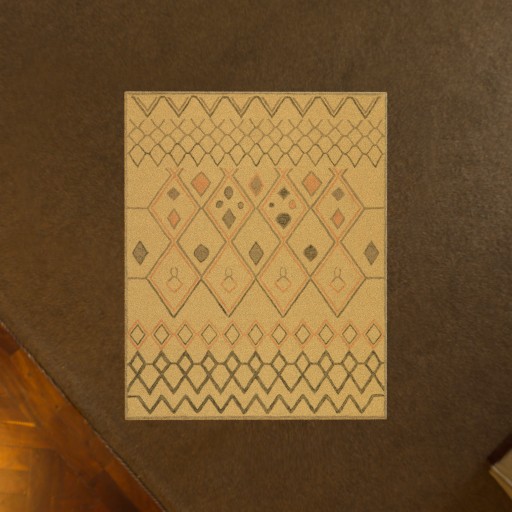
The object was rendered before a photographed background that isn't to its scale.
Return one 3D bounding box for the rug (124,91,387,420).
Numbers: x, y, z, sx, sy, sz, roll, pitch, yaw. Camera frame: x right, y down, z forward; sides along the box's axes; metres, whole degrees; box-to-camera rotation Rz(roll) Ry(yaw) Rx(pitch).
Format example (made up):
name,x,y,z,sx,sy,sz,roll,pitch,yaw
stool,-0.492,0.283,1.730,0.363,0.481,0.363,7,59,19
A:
name,x,y,z,sx,sy,sz,roll,pitch,yaw
rug,0.000,0.000,4.129,2.441,0.016,3.050,0,90,0
